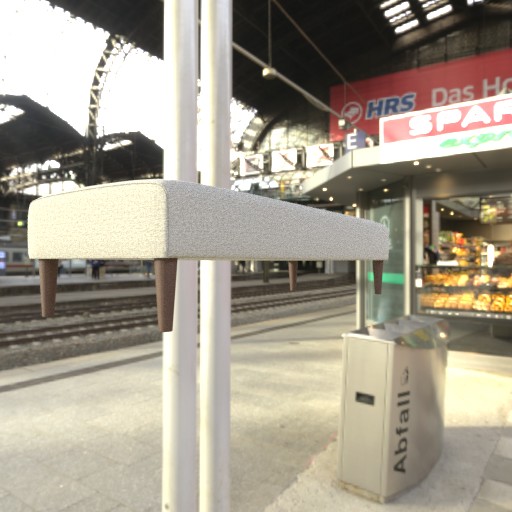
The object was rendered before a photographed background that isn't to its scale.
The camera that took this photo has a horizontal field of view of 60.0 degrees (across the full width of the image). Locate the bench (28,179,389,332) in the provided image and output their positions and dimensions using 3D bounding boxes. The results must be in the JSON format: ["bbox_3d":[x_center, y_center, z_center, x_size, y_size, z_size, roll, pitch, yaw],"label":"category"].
[{"bbox_3d":[0.000,0.000,1.829,0.631,0.383,1.598,-1,-1,35],"label":"bench"}]
